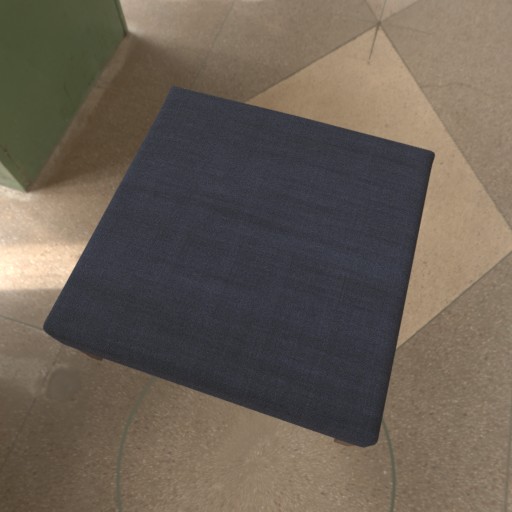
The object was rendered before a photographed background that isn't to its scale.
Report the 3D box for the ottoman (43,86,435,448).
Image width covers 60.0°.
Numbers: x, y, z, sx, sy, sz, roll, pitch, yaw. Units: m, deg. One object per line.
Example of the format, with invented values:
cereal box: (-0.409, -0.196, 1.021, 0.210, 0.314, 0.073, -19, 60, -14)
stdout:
ottoman: (0.000, 0.000, 1.398, 0.890, 0.411, 0.889, 17, 66, 8)
